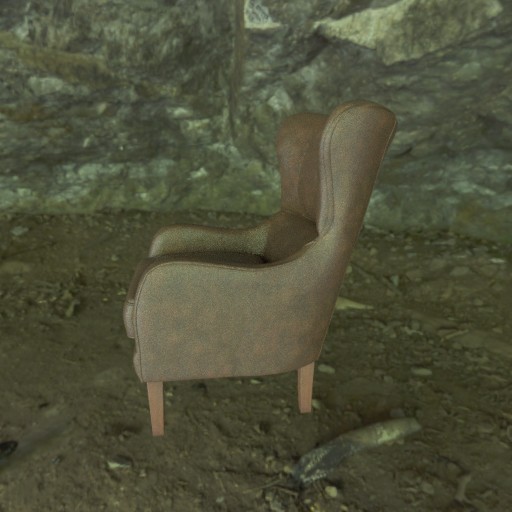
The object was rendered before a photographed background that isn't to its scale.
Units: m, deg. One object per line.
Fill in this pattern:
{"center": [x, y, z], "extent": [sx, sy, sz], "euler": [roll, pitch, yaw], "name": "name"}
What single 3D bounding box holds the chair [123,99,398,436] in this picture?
{"center": [0.000, 0.000, 1.634], "extent": [0.914, 1.048, 0.692], "euler": [-2, 15, -9], "name": "chair"}
